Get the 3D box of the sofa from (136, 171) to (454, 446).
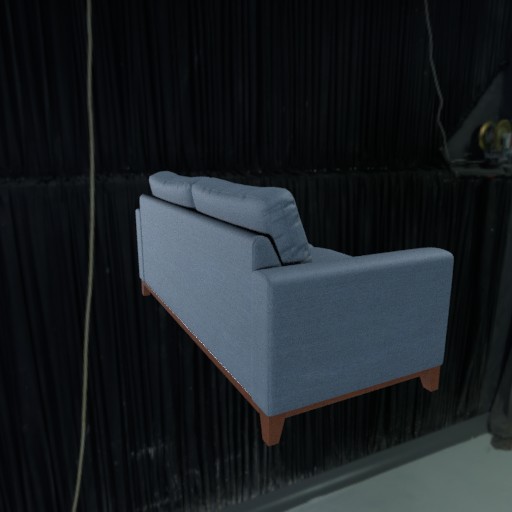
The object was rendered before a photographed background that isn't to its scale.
[{"bbox_3d":[0.000,0.000,2.426,0.877,0.865,1.900,-7,15,-26],"label":"sofa"}]
